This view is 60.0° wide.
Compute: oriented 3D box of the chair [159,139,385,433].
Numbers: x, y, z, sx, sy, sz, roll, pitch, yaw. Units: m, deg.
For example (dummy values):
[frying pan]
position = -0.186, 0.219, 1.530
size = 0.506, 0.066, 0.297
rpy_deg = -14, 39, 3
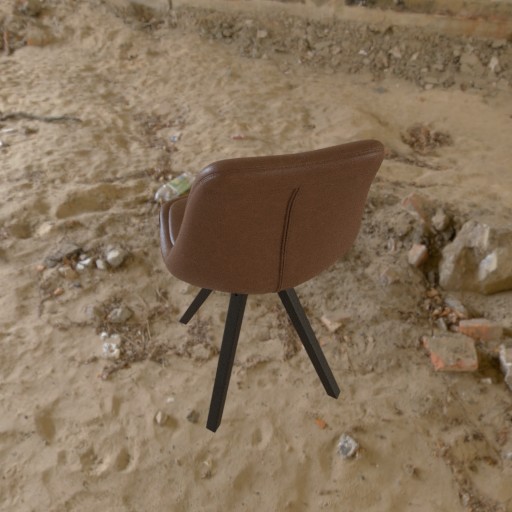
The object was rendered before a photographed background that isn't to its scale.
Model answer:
[chair]
position = 0.000, 0.000, 1.158
size = 0.475, 0.850, 0.550
rpy_deg = -11, 42, -12
